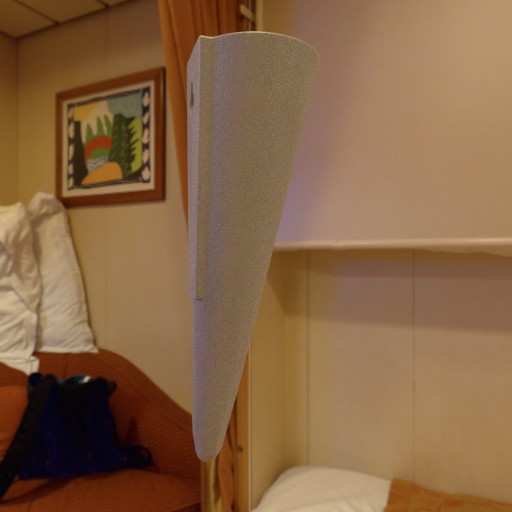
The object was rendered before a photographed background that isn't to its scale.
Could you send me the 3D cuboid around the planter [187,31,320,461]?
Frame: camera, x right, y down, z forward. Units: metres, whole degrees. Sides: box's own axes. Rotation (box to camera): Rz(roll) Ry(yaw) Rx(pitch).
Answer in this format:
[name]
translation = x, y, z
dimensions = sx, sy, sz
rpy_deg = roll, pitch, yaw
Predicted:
[planter]
translation = 0.000, 0.000, 0.217
dimensions = 0.064, 0.191, 0.057
rpy_deg = 0, -1, -19
